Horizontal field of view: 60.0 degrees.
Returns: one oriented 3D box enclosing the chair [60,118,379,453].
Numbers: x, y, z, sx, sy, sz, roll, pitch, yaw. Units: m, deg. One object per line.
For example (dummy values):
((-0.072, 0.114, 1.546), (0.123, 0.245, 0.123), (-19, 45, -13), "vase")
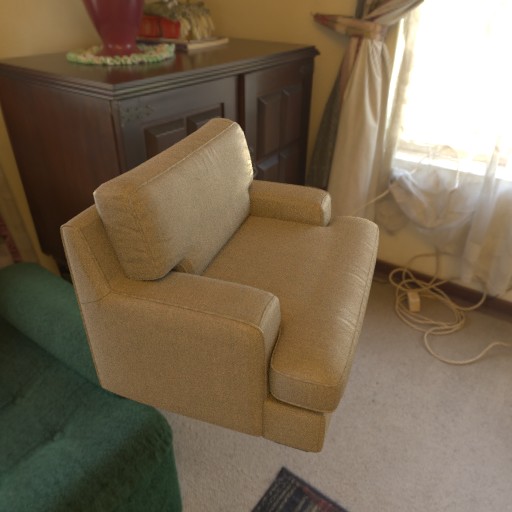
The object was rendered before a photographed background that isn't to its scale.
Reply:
((0.000, 0.000, 2.029), (1.043, 0.974, 1.270), (10, 33, 16), "chair")
